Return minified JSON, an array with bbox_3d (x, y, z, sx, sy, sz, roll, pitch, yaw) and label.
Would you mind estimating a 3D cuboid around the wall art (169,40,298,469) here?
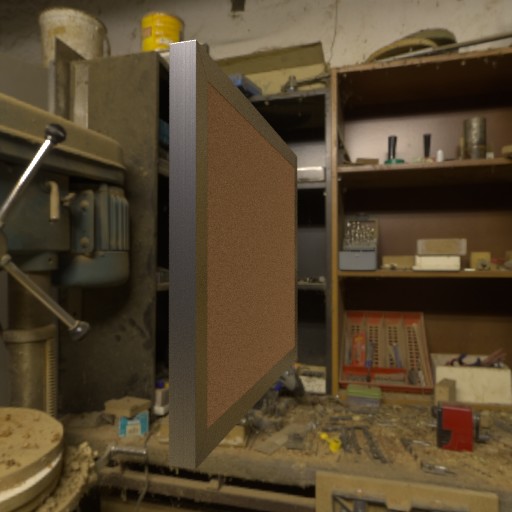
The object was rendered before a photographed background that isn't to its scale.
[{"bbox_3d":[0.000,0.000,0.742,0.032,0.456,0.557,0,-1,16],"label":"wall art"}]
